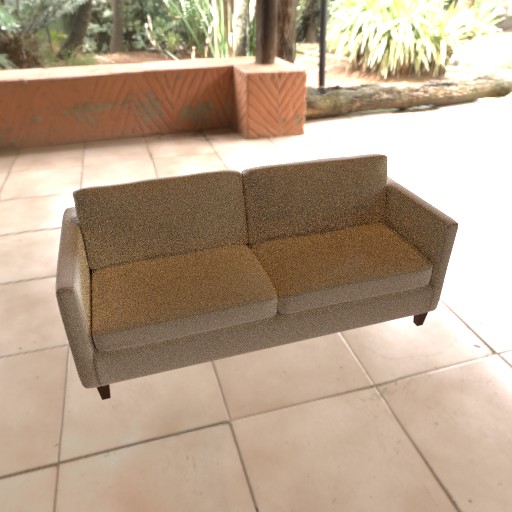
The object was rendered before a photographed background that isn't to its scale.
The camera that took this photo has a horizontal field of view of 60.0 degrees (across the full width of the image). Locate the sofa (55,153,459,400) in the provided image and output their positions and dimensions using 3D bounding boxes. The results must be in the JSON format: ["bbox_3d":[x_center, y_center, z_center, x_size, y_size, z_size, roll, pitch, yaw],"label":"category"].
[{"bbox_3d":[0.000,0.000,2.680,2.139,0.933,0.924,-9,33,-15],"label":"sofa"}]
